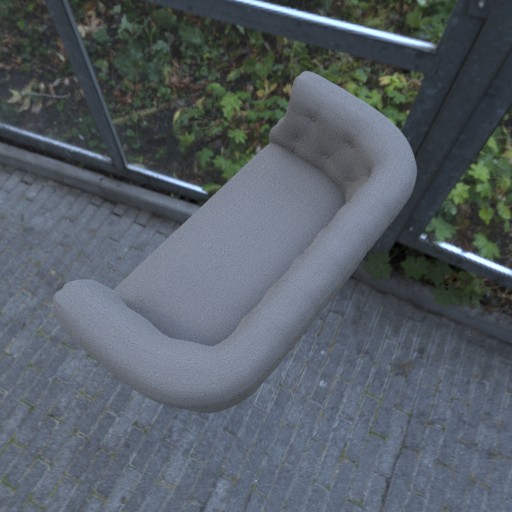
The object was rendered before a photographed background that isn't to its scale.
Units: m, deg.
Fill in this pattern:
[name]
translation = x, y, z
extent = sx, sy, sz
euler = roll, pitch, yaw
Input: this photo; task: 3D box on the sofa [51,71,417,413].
[sofa]
translation = 0.000, 0.000, 2.038
extent = 0.835, 0.827, 1.558
euler = 37, 69, 17
